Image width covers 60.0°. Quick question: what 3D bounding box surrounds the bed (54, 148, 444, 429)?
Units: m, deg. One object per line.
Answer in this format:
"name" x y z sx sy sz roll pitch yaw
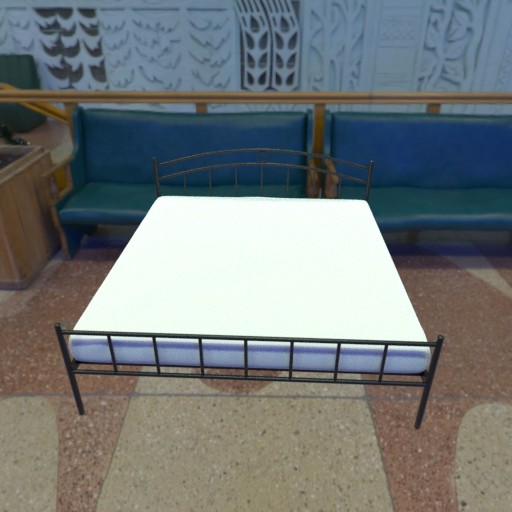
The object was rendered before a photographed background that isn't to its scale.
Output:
"bed" 0.000 0.000 3.079 1.880 0.940 2.040 1 30 3
